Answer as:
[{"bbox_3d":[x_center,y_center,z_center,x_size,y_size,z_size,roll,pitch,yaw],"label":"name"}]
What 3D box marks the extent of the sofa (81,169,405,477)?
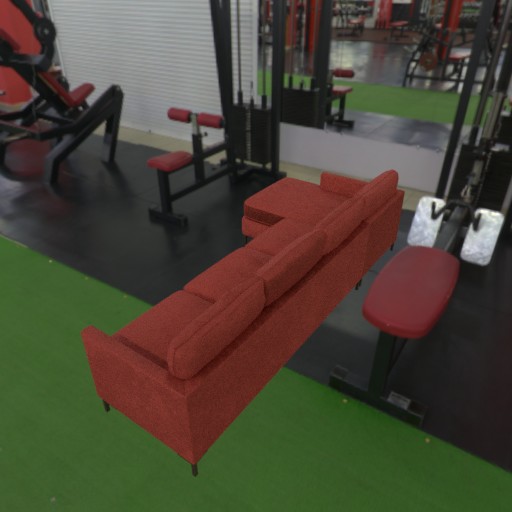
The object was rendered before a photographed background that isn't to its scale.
[{"bbox_3d":[0.000,0.000,4.001,1.500,0.967,3.400,21,37,30],"label":"sofa"}]
